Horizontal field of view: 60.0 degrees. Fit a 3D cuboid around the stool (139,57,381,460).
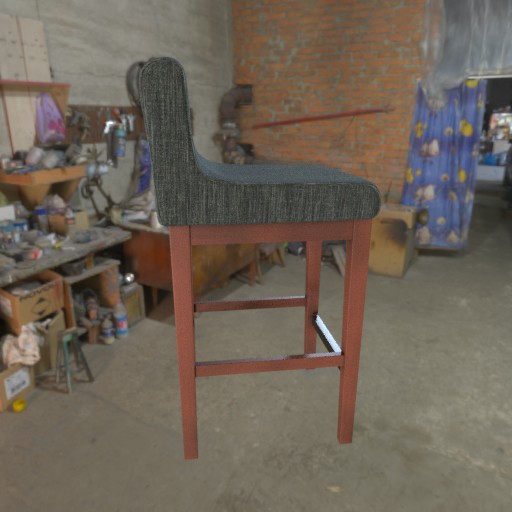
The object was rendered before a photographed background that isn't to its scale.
[{"bbox_3d":[0.000,0.000,1.065,0.459,0.835,0.395,-2,17,-8],"label":"stool"}]
